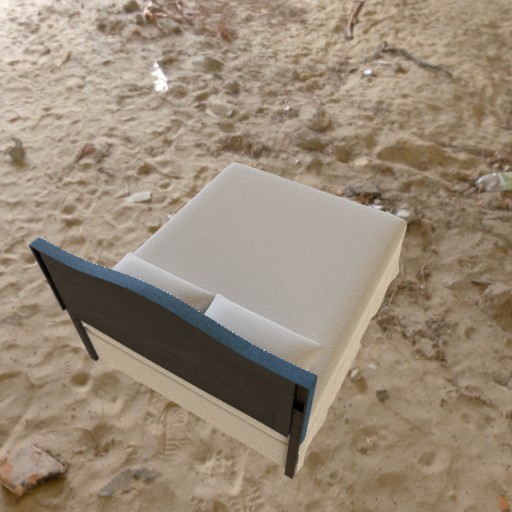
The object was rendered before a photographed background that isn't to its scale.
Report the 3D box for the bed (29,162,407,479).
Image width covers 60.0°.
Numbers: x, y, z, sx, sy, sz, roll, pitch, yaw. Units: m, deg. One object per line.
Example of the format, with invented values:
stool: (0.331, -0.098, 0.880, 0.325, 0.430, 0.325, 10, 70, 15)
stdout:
bed: (0.000, 0.000, 2.887, 1.610, 1.169, 1.872, 23, 50, 20)
